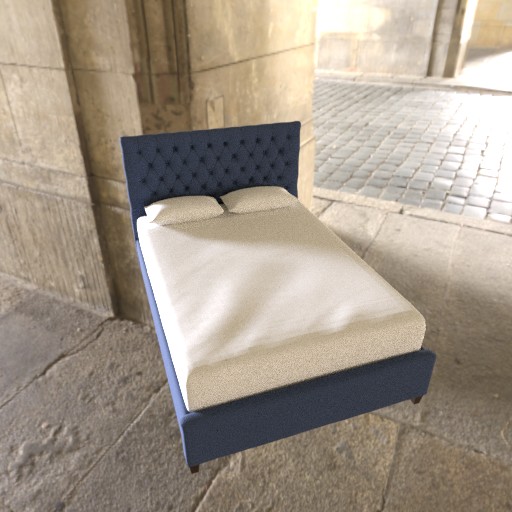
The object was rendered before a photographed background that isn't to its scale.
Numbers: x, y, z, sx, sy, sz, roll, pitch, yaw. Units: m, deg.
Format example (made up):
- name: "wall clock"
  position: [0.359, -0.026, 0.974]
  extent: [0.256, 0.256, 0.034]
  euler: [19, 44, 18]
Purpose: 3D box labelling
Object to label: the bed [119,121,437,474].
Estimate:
- name: "bed"
  position: [0.000, 0.000, 3.472]
  extent: [1.706, 1.427, 2.387]
  euler: [-10, 32, -16]
